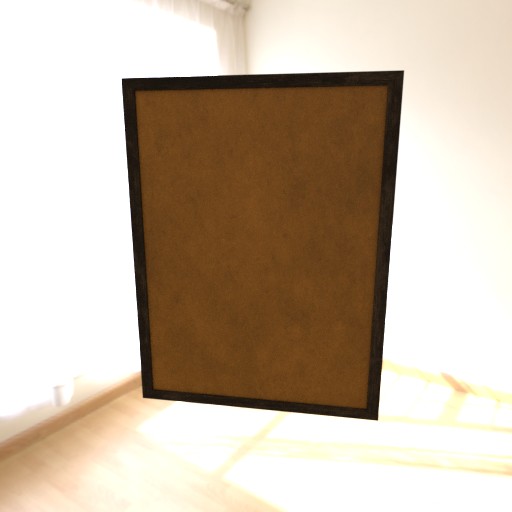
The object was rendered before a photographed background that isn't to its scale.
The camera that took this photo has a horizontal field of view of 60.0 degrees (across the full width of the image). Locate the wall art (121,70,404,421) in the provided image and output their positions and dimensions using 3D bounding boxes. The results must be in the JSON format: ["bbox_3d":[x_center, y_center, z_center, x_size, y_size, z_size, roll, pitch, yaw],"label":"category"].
[{"bbox_3d":[0.000,0.000,1.396,0.812,1.066,0.029,2,14,9],"label":"wall art"}]
